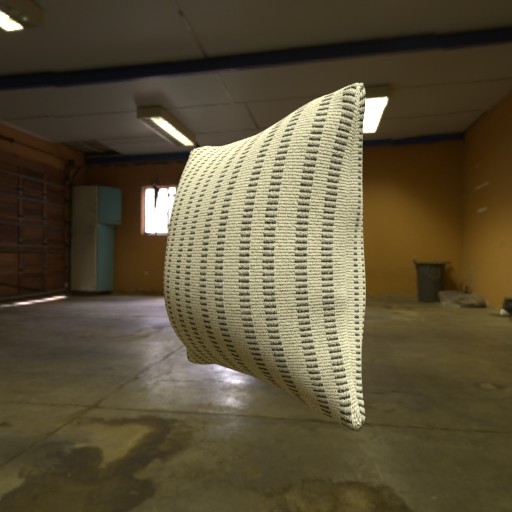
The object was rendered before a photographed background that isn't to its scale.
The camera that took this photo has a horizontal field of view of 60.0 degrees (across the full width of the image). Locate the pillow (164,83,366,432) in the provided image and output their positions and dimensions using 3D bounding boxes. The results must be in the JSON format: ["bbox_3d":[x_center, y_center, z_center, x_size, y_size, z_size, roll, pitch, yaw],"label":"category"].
[{"bbox_3d":[0.000,0.000,0.702,0.247,0.419,0.438,0,0,-35],"label":"pillow"}]
